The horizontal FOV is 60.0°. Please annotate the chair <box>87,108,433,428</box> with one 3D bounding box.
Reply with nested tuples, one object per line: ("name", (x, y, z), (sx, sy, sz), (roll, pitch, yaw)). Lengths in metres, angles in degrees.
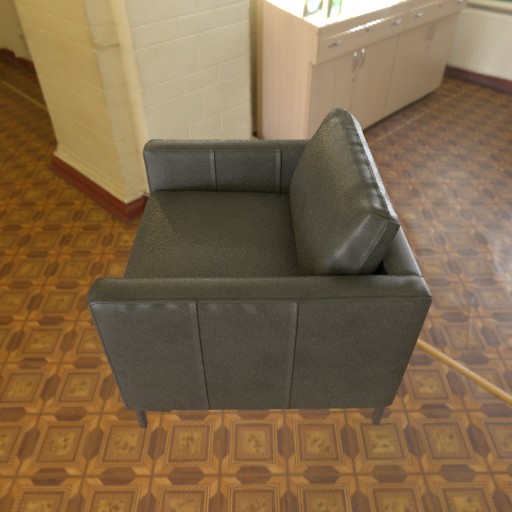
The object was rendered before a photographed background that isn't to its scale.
("chair", (0.000, 0.000, 1.496), (0.861, 0.824, 0.967), (0, 41, -1))
